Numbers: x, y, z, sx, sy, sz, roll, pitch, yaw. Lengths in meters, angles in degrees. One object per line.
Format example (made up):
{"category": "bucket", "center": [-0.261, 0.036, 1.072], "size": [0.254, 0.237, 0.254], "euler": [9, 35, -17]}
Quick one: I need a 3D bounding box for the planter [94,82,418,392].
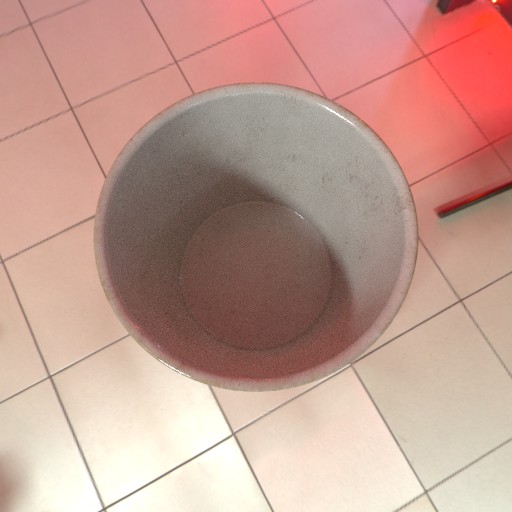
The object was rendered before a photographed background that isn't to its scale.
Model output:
{"category": "planter", "center": [0.000, 0.000, 0.223], "size": [0.126, 0.104, 0.126], "euler": [0, 75, 0]}
